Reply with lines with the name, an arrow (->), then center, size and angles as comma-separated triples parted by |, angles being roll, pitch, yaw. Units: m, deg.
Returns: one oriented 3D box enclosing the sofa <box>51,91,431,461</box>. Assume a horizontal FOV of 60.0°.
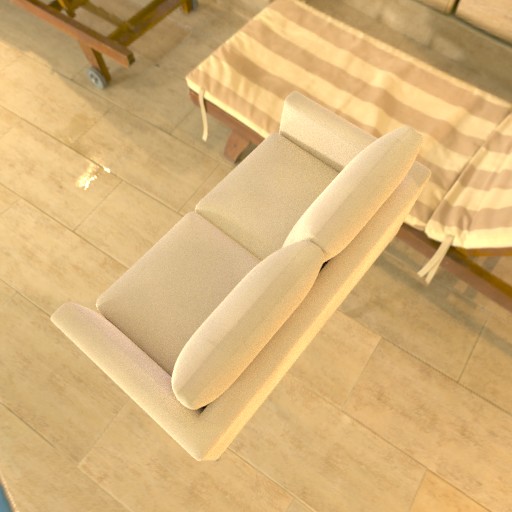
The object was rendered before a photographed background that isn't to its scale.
sofa -> 0.000, 0.000, 2.243 | 0.906, 0.995, 1.739 | 37, 69, 16
